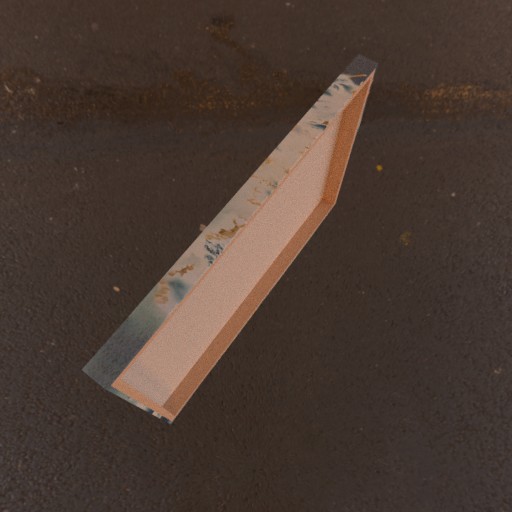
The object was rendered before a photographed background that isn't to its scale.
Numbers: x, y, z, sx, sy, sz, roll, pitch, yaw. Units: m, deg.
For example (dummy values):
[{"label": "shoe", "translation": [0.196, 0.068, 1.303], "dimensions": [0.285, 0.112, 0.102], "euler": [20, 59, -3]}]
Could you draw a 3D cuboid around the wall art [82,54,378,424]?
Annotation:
[{"label": "wall art", "translation": [0.000, 0.000, 0.772], "dimensions": [0.036, 0.405, 0.607], "euler": [33, 69, 15]}]
